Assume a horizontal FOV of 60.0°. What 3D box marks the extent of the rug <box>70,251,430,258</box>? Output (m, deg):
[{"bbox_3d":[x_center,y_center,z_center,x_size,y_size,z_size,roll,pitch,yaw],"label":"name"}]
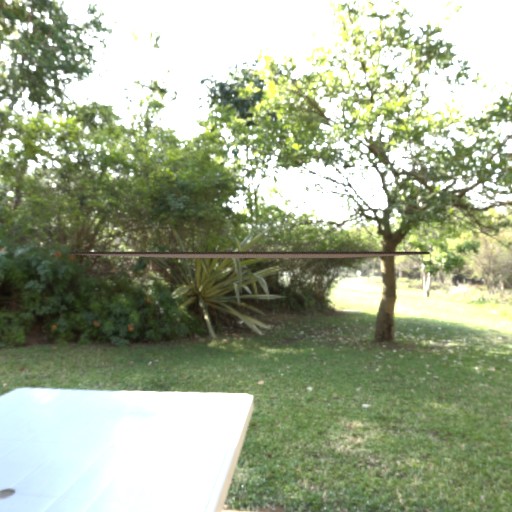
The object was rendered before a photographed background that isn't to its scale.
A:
[{"bbox_3d":[0.000,0.000,3.092,1.524,0.012,2.438,0,-1,2],"label":"rug"}]
